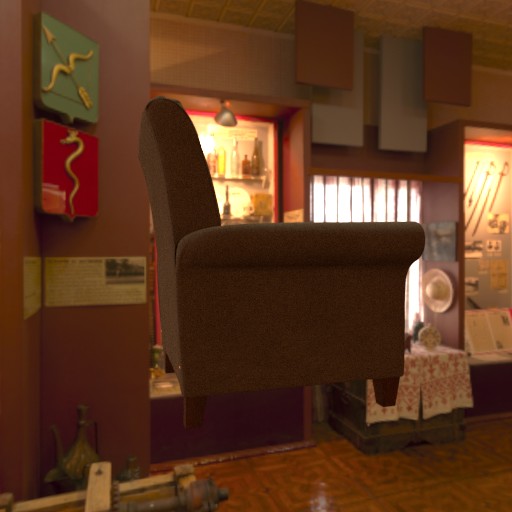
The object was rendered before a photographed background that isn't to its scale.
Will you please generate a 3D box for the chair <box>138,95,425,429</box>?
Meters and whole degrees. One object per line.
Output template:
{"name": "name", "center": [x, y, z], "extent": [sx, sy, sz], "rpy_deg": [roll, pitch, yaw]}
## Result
{"name": "chair", "center": [0.000, 0.000, 1.792], "extent": [0.905, 1.061, 0.978], "rpy_deg": [0, 0, -17]}
